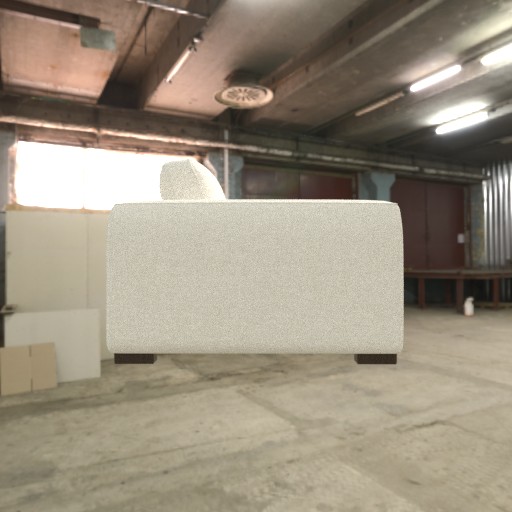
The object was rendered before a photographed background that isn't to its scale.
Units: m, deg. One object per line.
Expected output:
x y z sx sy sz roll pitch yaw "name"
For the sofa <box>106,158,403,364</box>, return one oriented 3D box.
0.000 0.000 2.499 1.069 0.801 1.920 0 -1 0 "sofa"
